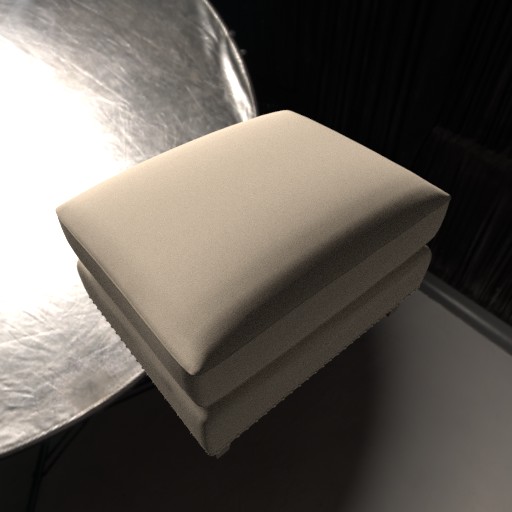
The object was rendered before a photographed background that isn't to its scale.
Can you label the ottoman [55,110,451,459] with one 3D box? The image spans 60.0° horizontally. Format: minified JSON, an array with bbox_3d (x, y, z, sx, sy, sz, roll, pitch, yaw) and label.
[{"bbox_3d":[0.000,0.000,1.140,0.741,0.513,0.584,-31,53,-27],"label":"ottoman"}]
